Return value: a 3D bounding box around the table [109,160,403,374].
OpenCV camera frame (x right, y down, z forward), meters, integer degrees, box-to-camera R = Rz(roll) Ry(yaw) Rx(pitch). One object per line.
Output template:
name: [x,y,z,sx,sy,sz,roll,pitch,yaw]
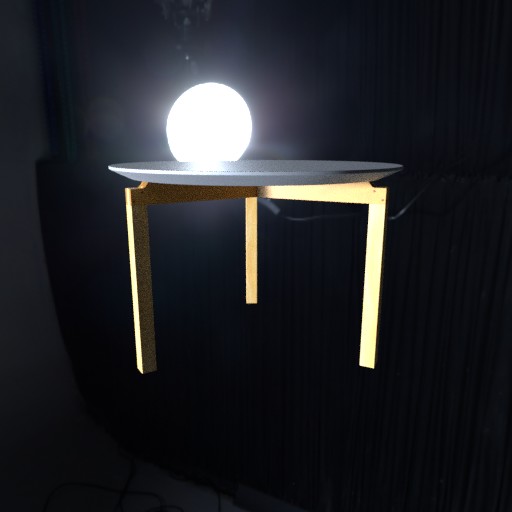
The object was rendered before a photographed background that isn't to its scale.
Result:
table: [0.000,0.000,0.996,0.600,0.405,0.600,0,14,0]
